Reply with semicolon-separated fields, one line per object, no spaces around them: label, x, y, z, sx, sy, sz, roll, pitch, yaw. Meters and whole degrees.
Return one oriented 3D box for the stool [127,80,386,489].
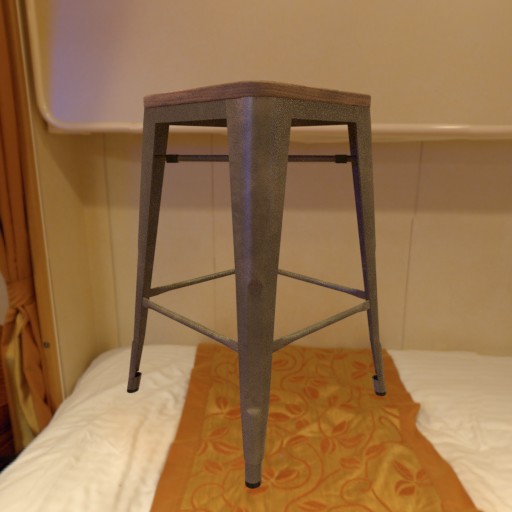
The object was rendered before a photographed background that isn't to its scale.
stool;0.000;0.000;0.891;0.407;0.607;0.407;-13;19;-42
